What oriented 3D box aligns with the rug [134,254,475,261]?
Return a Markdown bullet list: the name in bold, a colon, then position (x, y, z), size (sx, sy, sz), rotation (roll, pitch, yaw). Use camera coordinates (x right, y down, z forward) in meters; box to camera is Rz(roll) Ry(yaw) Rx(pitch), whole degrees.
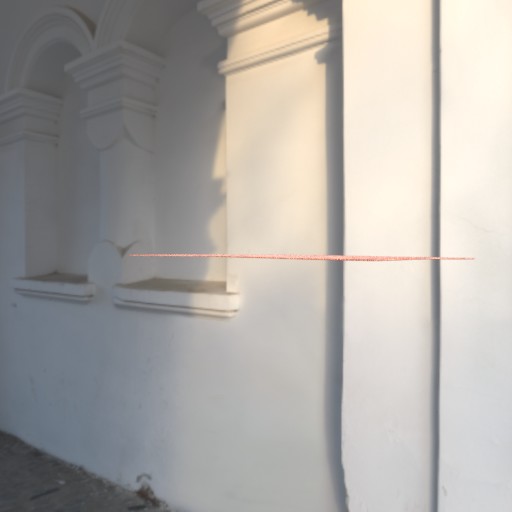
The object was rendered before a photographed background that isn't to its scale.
- **rug**: position (0.000, 0.000, 2.697), size (0.718, 0.013, 2.353), rotation (0, 1, -36)
